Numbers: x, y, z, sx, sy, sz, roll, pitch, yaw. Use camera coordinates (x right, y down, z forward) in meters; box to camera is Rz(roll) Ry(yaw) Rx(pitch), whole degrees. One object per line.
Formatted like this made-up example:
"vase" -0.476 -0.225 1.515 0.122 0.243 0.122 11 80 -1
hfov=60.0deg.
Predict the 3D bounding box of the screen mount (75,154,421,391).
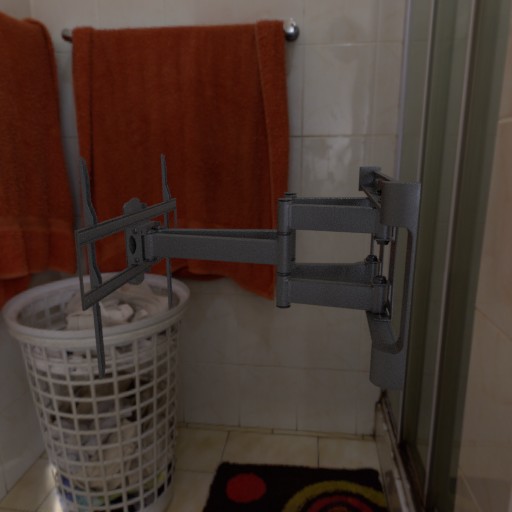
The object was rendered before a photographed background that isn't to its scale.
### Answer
"screen mount" 0.000 0.000 0.958 0.556 0.424 0.571 2 14 9
